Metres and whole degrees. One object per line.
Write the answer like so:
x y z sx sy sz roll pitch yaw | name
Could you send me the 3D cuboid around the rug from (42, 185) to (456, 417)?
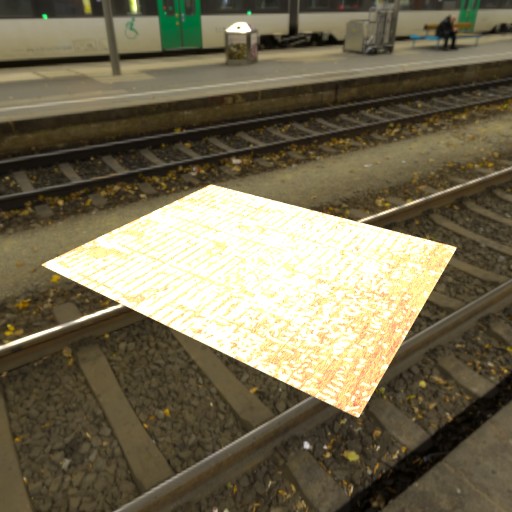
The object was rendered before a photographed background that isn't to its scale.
0.000 0.000 4.157 3.050 0.011 2.441 18 35 29 | rug
